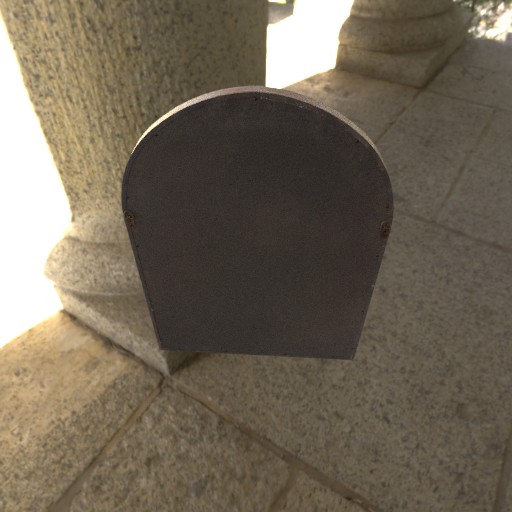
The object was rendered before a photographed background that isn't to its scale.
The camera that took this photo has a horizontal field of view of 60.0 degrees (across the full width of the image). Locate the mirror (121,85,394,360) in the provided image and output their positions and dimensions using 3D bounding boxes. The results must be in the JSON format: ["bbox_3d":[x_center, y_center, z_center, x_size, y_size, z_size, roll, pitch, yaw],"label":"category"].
[{"bbox_3d":[0.000,0.000,1.192,0.660,0.920,0.032,2,45,2],"label":"mirror"}]
